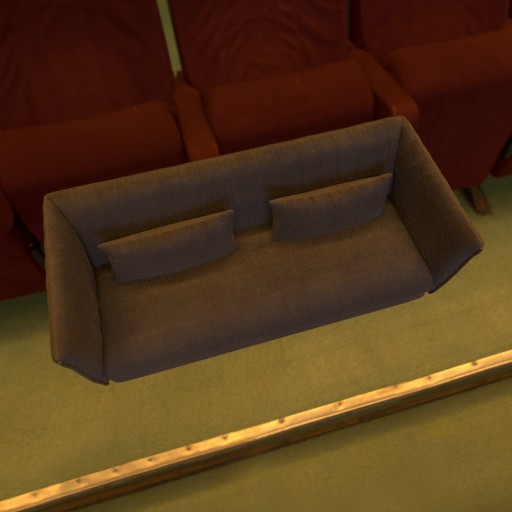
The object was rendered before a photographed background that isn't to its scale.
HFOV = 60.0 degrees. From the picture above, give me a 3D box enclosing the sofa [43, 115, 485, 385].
[{"bbox_3d":[0.000,0.000,2.388,1.980,0.780,0.876,-14,63,-7],"label":"sofa"}]
